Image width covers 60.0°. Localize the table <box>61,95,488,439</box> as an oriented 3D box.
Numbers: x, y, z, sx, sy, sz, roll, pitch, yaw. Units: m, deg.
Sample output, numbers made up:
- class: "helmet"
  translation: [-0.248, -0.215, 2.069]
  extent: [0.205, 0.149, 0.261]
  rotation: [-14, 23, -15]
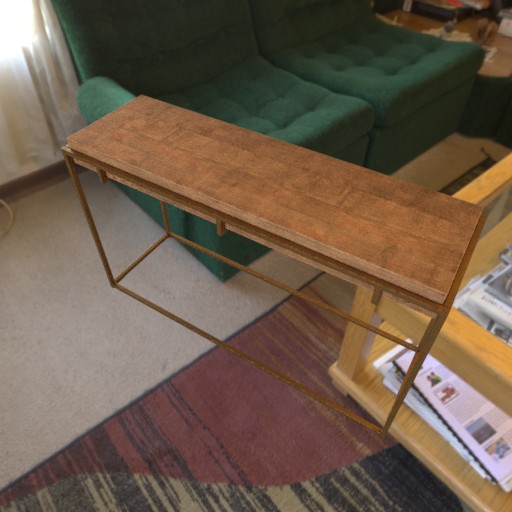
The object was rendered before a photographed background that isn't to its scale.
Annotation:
- class: "table"
  translation: [0.000, 0.000, 1.751]
  extent: [1.400, 0.820, 0.440]
  rotation: [24, 51, 22]
